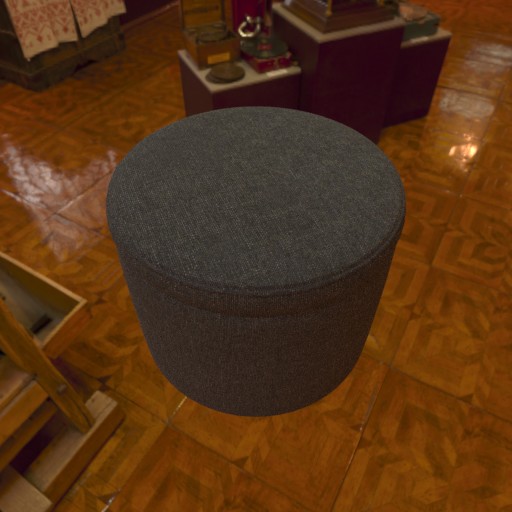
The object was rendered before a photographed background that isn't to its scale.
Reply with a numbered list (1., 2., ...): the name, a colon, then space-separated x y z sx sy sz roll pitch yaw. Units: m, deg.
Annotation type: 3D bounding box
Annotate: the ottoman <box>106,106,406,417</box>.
1. ottoman: 0.000 0.000 0.913 0.520 0.430 0.520 0 47 0
